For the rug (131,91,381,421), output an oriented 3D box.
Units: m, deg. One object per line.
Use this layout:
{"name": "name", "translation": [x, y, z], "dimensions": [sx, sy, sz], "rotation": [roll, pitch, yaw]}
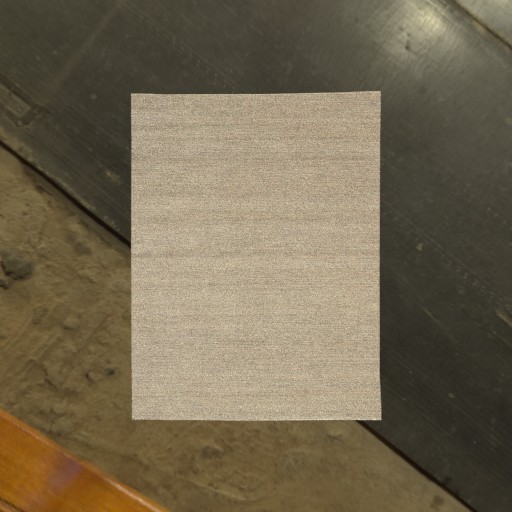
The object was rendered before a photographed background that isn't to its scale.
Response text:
{"name": "rug", "translation": [0.000, 0.000, 4.877], "dimensions": [2.757, 0.051, 3.626], "rotation": [0, 90, 0]}
